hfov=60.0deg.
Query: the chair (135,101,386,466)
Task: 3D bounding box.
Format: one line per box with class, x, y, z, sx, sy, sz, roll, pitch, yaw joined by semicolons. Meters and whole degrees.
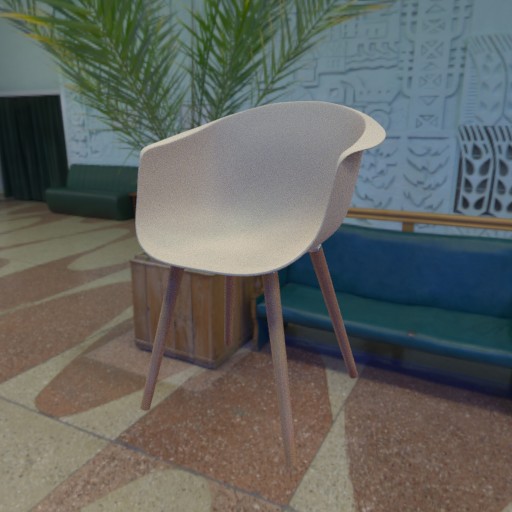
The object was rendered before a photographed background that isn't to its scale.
chair;0.000;0.000;1.139;0.593;0.781;0.504;8;17;28
